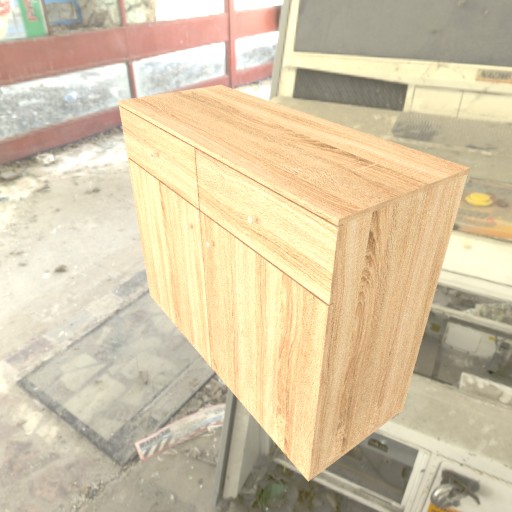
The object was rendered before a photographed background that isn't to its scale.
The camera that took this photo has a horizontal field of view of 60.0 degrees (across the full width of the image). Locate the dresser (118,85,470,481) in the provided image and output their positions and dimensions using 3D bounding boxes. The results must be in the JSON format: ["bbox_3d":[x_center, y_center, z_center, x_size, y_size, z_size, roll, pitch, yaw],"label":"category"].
[{"bbox_3d":[0.000,0.000,1.552,0.450,0.900,1.100,-22,39,-30],"label":"dresser"}]
